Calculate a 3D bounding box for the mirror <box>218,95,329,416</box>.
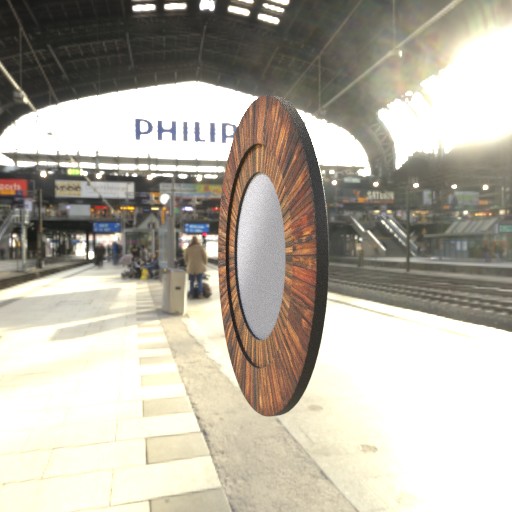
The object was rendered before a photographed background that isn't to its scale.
[{"bbox_3d":[0.000,0.000,1.577,0.036,1.077,1.077,0,1,-17],"label":"mirror"}]
